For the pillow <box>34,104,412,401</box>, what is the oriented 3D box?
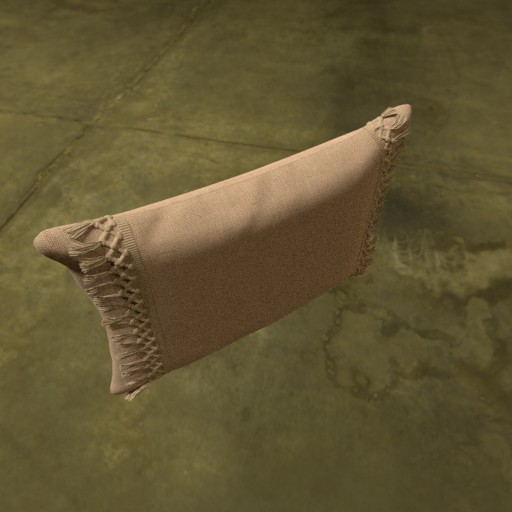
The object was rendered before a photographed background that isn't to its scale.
[{"bbox_3d":[0.000,0.000,0.582,0.466,0.305,0.084,-24,51,-21],"label":"pillow"}]
